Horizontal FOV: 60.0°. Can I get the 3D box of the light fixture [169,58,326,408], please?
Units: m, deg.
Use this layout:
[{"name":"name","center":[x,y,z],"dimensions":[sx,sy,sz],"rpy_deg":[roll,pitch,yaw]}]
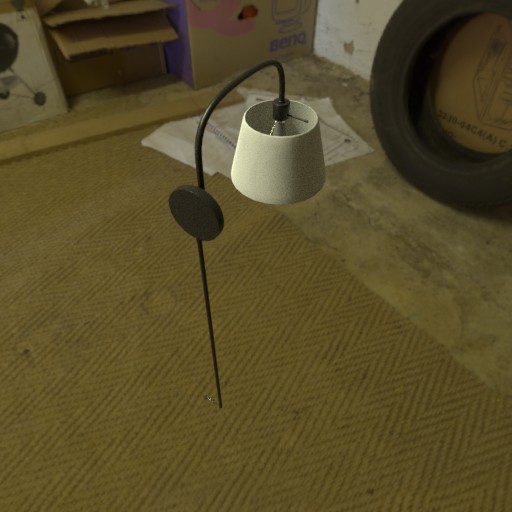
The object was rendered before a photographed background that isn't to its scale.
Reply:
[{"name":"light fixture","center":[0.000,0.000,0.463],"dimensions":[0.092,0.399,0.176],"rpy_deg":[24,51,21]}]
